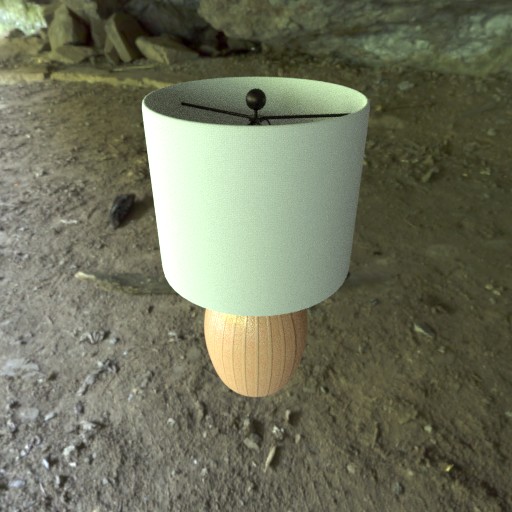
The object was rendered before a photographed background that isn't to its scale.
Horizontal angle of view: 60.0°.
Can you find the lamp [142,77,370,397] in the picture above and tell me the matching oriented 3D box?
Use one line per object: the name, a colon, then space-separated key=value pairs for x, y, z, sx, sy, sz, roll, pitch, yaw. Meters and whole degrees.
lamp: x=0.000 y=0.000 z=0.793 sx=0.329 sy=0.570 sz=0.329 roll=0 pitch=31 yaw=0
